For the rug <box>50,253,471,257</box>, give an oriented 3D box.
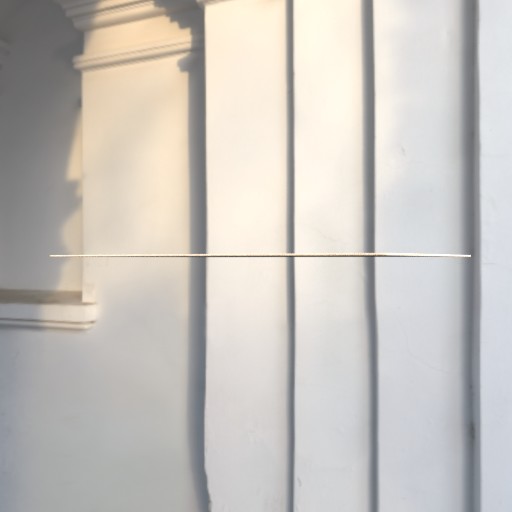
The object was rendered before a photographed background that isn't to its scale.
[{"bbox_3d":[0.000,0.000,2.310,1.828,0.007,1.220,0,0,36],"label":"rug"}]
